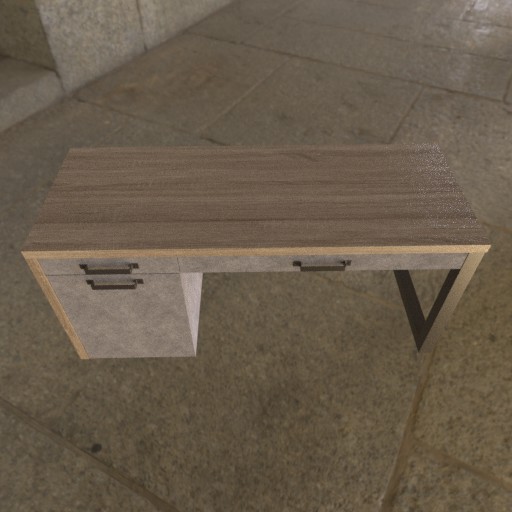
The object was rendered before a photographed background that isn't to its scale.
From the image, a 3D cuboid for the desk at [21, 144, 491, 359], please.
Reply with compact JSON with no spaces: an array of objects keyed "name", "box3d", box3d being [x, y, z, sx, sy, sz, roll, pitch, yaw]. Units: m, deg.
[{"name":"desk","box3d":[0.000,0.000,2.096,1.700,0.760,0.690,-1,47,-1]}]
